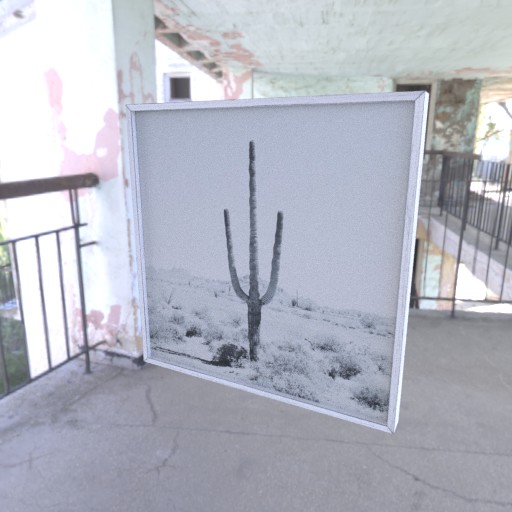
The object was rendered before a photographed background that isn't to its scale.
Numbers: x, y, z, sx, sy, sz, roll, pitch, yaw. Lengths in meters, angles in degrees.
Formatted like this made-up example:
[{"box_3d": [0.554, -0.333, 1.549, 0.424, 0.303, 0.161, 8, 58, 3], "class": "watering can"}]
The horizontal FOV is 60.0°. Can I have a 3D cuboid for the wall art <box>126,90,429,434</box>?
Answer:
[{"box_3d": [0.000, 0.000, 0.761, 0.508, 0.508, 0.038, 8, 17, 27], "class": "wall art"}]
